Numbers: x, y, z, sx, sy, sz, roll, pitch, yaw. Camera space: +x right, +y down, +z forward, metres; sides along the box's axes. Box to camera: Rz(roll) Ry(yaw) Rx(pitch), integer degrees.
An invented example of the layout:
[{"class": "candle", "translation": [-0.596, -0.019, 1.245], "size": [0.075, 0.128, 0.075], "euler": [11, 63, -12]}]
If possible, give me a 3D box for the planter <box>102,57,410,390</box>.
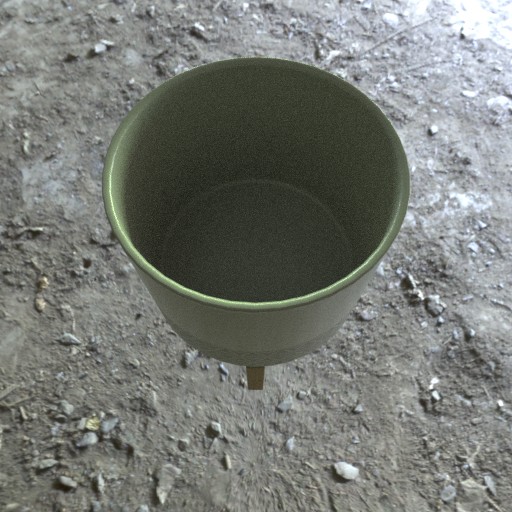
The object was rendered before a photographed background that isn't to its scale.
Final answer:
[{"class": "planter", "translation": [0.000, 0.000, 0.389], "size": [0.188, 0.260, 0.188], "euler": [0, 64, 0]}]
